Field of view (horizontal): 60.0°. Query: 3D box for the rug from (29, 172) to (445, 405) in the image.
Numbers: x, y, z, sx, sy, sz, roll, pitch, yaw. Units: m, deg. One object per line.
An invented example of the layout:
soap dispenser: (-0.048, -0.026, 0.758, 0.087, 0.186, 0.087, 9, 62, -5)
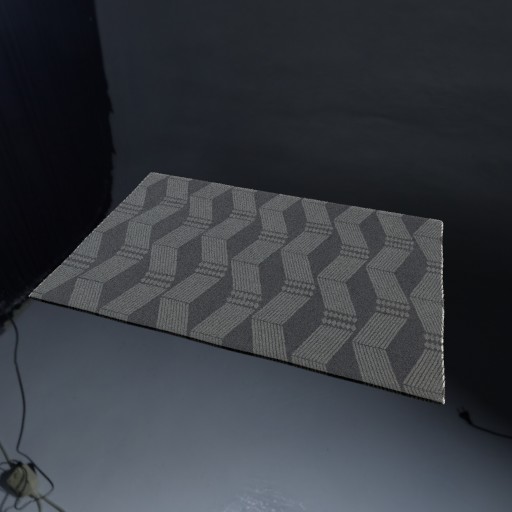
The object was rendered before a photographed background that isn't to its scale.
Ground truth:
rug: (0.000, 0.000, 2.276, 1.833, 0.016, 1.210, 12, 41, 13)
